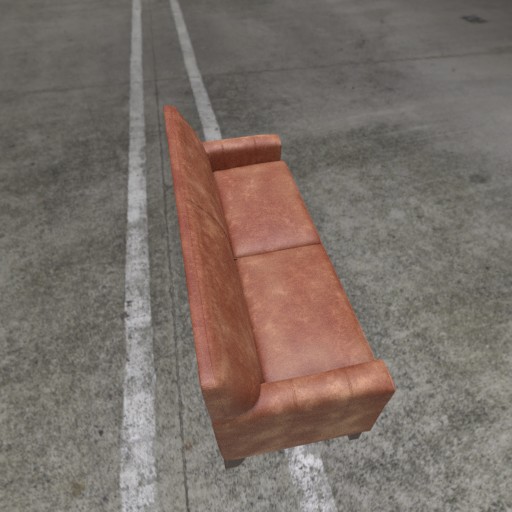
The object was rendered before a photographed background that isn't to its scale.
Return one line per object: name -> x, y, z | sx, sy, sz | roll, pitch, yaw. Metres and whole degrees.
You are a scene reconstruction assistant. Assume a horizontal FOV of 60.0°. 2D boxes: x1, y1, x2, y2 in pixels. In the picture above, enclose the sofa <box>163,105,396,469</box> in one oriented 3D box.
sofa -> 0.000, 0.000, 2.556 | 0.805, 0.947, 2.053 | -9, 46, -8
